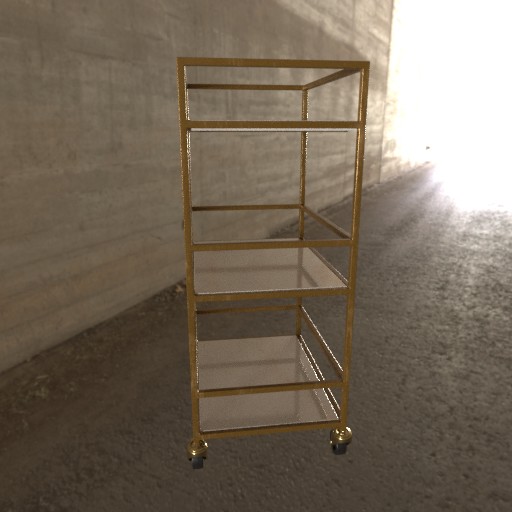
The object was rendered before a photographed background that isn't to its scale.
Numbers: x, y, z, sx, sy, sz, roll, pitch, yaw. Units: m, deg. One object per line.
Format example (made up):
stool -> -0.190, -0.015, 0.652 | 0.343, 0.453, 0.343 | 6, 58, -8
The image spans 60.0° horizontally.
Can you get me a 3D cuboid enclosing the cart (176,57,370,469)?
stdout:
cart -> 0.000, 0.000, 1.006 | 0.332, 0.761, 0.483 | -2, 16, -8
